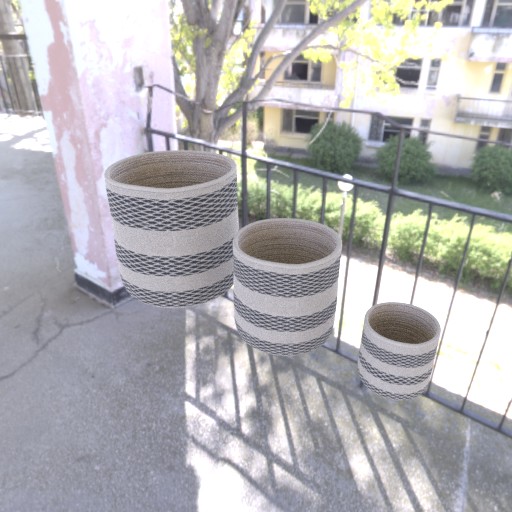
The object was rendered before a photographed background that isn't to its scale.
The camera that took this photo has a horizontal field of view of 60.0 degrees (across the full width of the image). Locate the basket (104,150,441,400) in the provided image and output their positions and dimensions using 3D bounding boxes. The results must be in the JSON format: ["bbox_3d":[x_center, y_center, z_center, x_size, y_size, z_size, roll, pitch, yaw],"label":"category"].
[{"bbox_3d":[0.000,0.000,1.105,0.917,0.356,0.351,21,35,33],"label":"basket"}]
